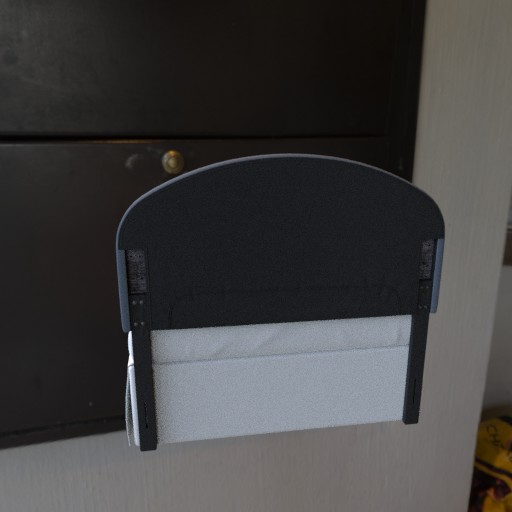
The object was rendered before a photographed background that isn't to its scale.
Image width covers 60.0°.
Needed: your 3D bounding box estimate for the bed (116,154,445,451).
[{"bbox_3d":[0.000,0.000,3.037,1.607,1.410,2.005,-2,14,-9],"label":"bed"}]
